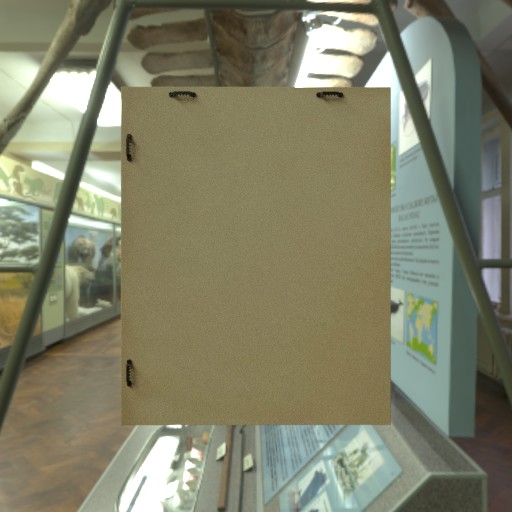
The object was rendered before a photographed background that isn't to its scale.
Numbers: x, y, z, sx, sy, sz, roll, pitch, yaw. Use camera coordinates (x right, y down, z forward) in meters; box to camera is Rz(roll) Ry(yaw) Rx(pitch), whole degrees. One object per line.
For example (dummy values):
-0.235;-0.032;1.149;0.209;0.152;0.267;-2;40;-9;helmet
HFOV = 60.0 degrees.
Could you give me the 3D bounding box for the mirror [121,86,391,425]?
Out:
0.000;0.000;0.680;0.405;0.508;0.041;0;0;0;mirror
